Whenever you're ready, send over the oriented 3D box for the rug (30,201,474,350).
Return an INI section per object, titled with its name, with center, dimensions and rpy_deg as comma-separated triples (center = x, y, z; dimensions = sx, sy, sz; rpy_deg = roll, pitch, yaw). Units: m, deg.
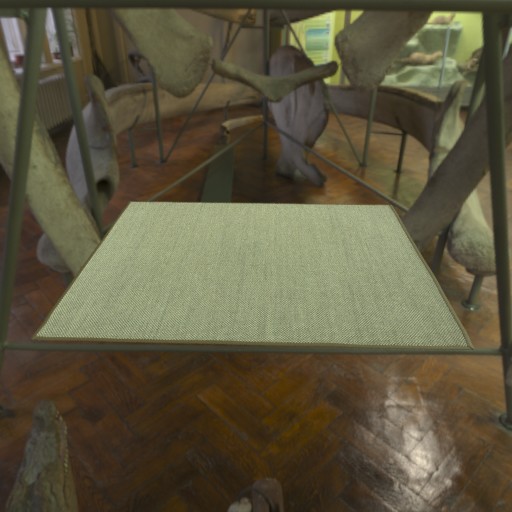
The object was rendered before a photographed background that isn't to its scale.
[rug]
center = 0.000, 0.000, 4.042
dimensions = 3.041, 0.020, 2.413
rpy_deg = 1, 30, 2
